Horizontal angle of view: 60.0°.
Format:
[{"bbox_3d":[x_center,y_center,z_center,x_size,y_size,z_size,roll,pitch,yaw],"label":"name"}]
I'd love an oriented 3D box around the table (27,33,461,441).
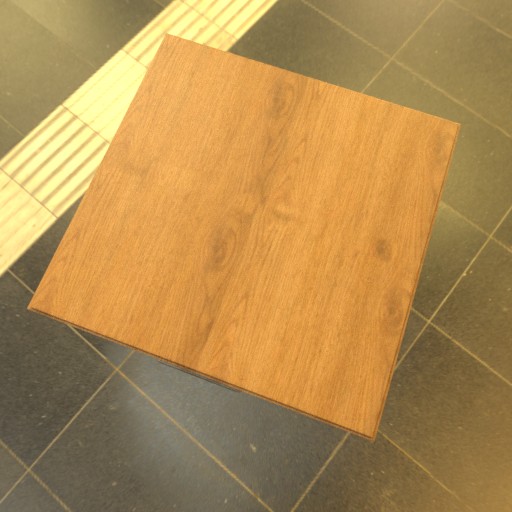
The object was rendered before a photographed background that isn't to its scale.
[{"bbox_3d":[0.000,0.000,1.084,0.616,0.593,0.612,19,75,5],"label":"table"}]
